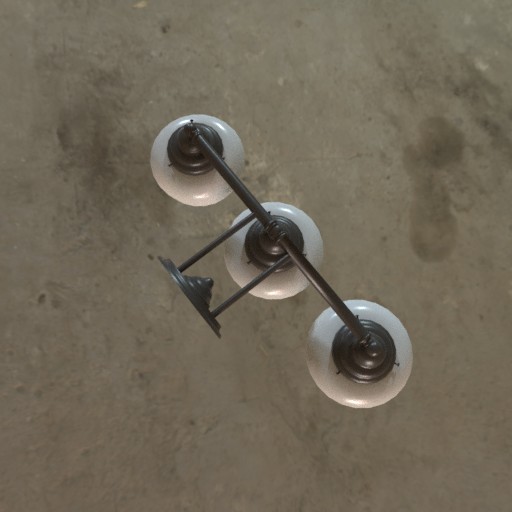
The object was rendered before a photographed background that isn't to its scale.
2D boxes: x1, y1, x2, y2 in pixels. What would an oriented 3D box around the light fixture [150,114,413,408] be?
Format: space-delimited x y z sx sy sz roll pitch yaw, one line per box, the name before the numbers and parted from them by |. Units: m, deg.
light fixture | 0.000 0.000 0.684 0.239 0.242 0.587 -37 78 -9
